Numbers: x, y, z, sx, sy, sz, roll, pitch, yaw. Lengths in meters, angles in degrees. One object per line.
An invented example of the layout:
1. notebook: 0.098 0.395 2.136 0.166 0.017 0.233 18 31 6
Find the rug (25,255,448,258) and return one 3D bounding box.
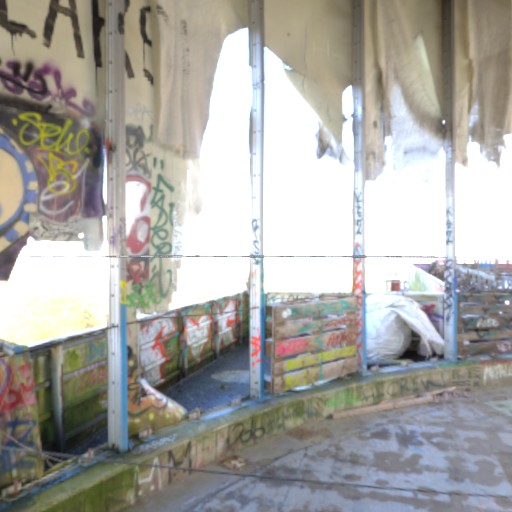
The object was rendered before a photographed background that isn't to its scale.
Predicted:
1. rug: 0.000 0.000 4.150 3.021 0.013 2.432 0 0 16
